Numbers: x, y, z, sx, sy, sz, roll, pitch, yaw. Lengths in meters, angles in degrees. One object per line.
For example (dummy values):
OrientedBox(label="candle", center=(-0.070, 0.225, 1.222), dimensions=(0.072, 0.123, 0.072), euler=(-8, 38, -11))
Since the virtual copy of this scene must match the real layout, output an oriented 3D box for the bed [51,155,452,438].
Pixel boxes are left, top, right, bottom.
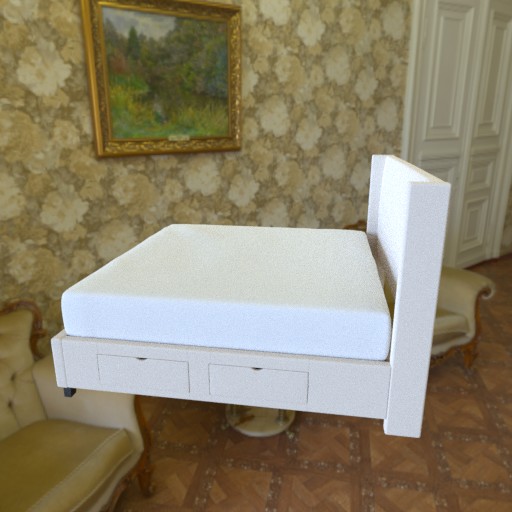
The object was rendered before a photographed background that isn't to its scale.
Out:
OrientedBox(label="bed", center=(0.000, 0.000, 3.536), dimensions=(2.293, 1.471, 2.145), euler=(3, 17, 9))
